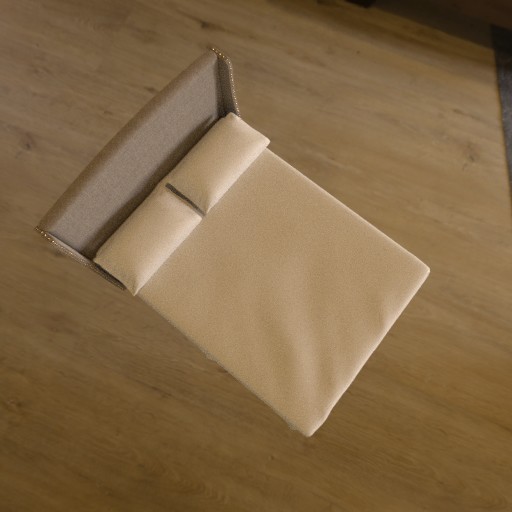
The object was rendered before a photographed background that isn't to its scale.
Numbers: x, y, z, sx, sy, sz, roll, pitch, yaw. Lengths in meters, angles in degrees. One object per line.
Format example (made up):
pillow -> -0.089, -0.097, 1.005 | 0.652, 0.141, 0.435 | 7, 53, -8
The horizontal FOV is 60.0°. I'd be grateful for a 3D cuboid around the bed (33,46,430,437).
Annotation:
bed -> 0.000, 0.000, 3.332 | 2.237, 1.407, 1.710 | 38, 79, 9
